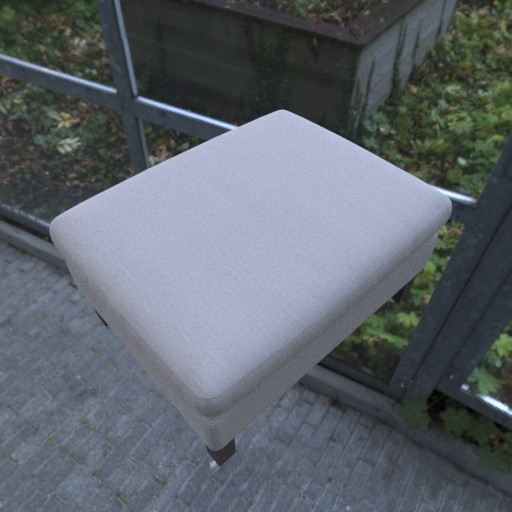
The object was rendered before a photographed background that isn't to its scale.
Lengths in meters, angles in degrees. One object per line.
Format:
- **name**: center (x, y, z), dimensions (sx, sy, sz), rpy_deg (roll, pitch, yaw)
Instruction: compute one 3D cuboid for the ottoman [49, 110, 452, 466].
- **ottoman**: center (0.000, 0.000, 1.126), dimensions (0.771, 0.420, 0.606), rpy_deg (-34, 55, -27)
